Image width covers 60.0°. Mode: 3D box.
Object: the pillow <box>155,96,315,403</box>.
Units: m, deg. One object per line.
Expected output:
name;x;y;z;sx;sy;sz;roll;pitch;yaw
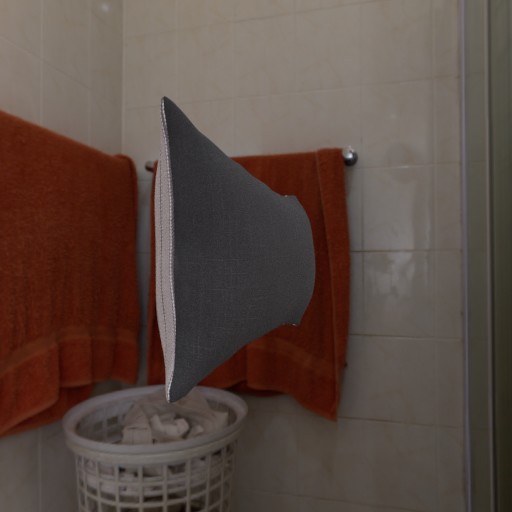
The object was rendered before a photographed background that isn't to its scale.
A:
pillow;0.000;0.000;0.720;0.151;0.305;0.609;0;-1;17
